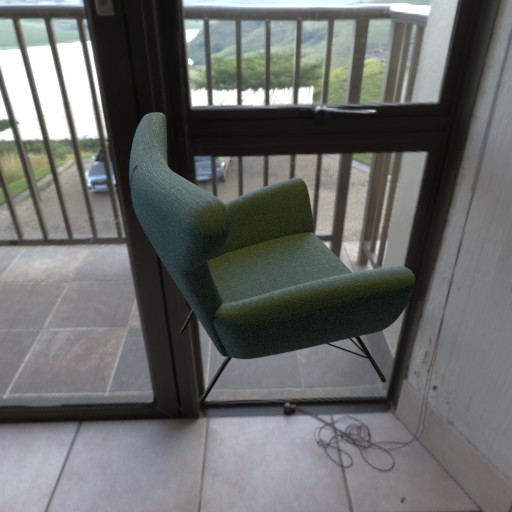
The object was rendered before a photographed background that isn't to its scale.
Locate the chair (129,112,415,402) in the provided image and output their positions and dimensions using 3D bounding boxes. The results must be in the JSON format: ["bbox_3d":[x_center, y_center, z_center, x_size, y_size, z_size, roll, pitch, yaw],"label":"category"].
[{"bbox_3d":[0.000,0.000,1.801,0.900,0.980,1.050,-11,33,-17],"label":"chair"}]
